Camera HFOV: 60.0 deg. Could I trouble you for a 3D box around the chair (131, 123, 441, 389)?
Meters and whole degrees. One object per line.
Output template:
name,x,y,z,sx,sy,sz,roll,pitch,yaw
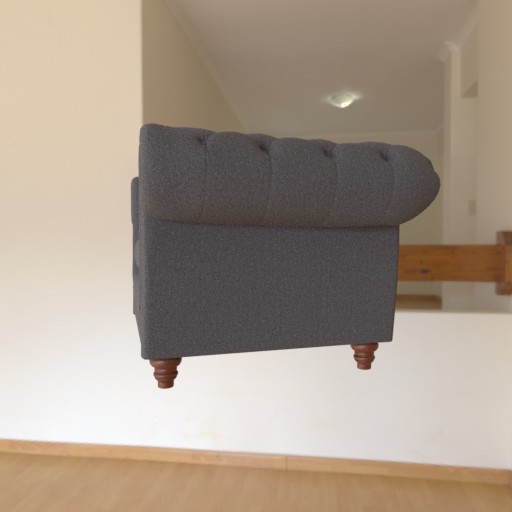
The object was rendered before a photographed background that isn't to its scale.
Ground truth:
chair,0.000,0.000,1.847,0.976,0.770,1.270,0,2,-17
